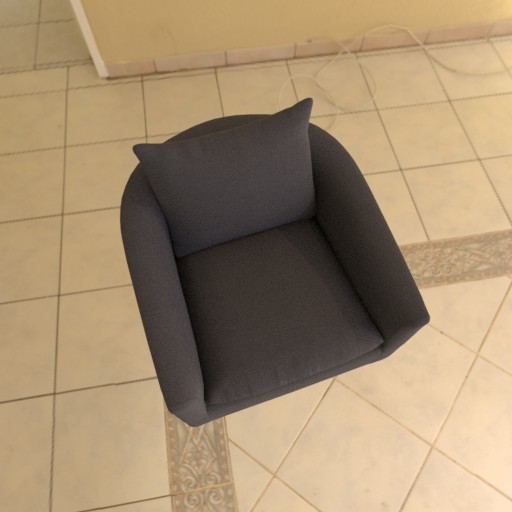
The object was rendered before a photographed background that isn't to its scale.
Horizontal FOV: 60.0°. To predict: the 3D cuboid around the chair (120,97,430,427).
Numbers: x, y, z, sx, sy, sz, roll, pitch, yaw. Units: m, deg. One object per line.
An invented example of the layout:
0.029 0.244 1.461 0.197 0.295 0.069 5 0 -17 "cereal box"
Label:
0.000 0.000 1.609 0.845 0.848 0.910 -17 64 -9 "chair"
